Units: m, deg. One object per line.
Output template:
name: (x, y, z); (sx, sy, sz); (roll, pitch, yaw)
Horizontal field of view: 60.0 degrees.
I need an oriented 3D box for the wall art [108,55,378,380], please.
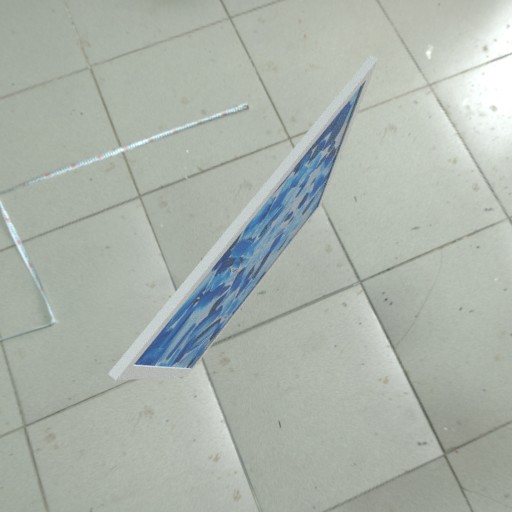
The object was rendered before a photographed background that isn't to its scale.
wall art: (0.000, 0.000, 1.004); (0.015, 0.660, 0.660); (37, 78, 9)
